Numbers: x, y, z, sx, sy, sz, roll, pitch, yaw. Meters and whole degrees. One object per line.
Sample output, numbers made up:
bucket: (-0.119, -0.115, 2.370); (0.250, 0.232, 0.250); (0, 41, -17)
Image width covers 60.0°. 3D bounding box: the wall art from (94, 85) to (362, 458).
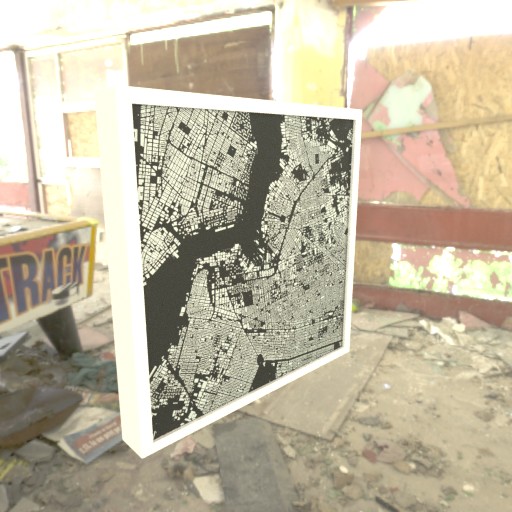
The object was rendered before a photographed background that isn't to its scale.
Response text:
wall art: (0.000, 0.000, 0.462); (0.305, 0.305, 0.037); (-13, 19, -42)
